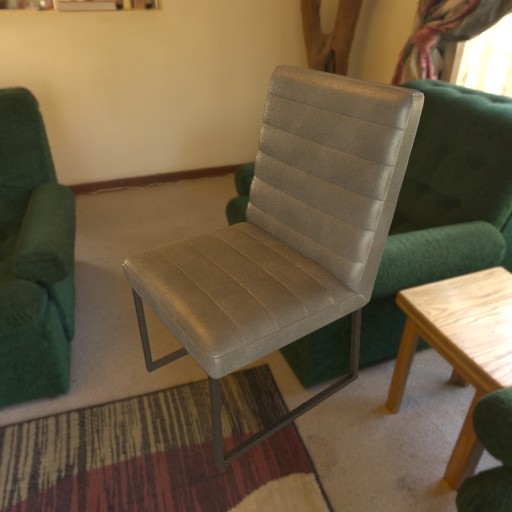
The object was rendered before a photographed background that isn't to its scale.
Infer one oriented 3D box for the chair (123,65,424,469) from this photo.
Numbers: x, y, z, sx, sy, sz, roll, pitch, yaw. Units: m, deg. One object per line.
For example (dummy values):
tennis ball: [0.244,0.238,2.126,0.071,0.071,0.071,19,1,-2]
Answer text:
chair: [0.000,0.000,1.280,0.634,0.930,0.520,-21,37,-31]
